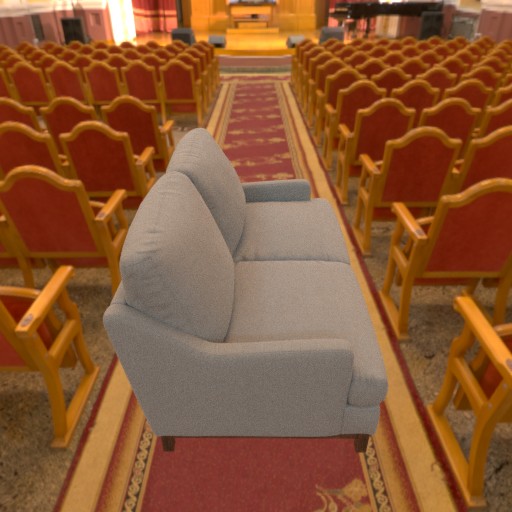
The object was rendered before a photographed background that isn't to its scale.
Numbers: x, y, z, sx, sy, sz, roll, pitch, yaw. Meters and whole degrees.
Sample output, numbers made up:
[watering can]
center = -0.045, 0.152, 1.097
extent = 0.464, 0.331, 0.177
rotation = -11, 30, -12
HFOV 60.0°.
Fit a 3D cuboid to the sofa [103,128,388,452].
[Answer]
[sofa]
center = 0.000, 0.000, 2.198
extent = 0.987, 0.921, 1.589
rotation = 0, 31, 0
